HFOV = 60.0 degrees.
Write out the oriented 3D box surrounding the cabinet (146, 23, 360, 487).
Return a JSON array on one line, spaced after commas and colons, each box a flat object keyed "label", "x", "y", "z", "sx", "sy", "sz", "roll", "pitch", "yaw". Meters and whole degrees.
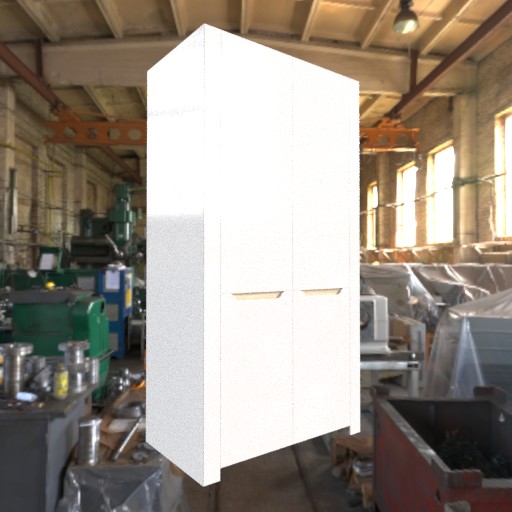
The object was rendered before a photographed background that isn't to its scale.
[{"label": "cabinet", "x": 0.000, "y": 0.000, "z": 2.356, "sx": 0.980, "sy": 1.920, "sz": 0.580, "roll": 1, "pitch": -1, "yaw": -37}]
